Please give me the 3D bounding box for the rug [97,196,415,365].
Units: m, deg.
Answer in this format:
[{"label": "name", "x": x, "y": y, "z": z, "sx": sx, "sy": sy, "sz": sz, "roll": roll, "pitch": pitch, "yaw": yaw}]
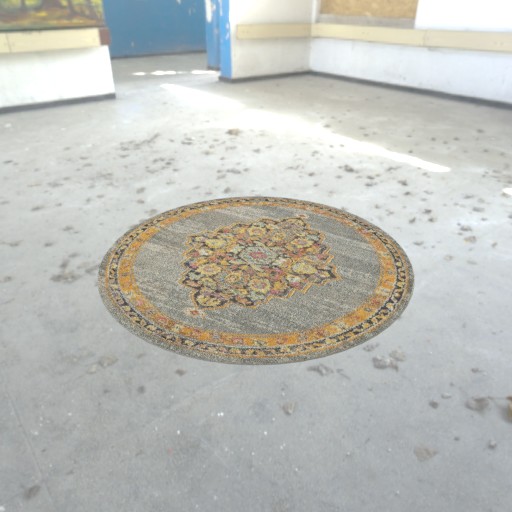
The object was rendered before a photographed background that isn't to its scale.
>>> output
[{"label": "rug", "x": 0.000, "y": 0.000, "z": 3.482, "sx": 2.382, "sy": 0.014, "sz": 2.382, "roll": 0, "pitch": 30, "yaw": 0}]
